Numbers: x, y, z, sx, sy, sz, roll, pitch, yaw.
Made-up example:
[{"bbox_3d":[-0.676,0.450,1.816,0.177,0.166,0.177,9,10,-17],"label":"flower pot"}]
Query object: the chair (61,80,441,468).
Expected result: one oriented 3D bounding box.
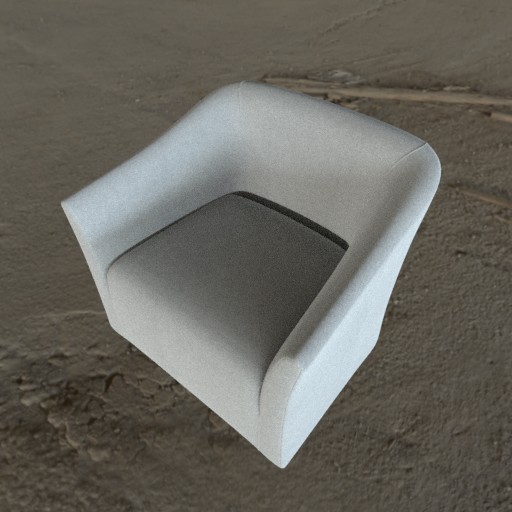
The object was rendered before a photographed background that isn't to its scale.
[{"bbox_3d":[0.000,0.000,1.323,0.790,0.720,0.700,30,52,27],"label":"chair"}]
